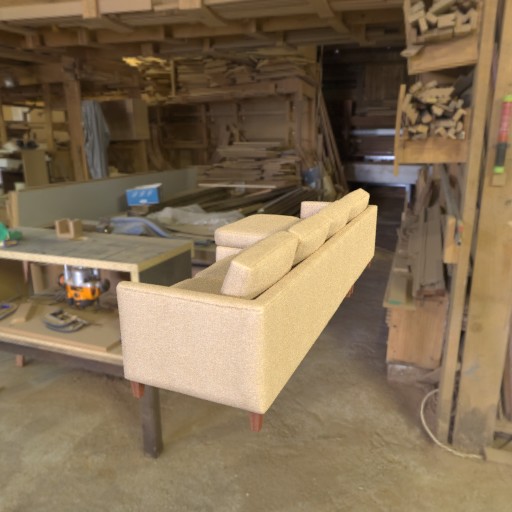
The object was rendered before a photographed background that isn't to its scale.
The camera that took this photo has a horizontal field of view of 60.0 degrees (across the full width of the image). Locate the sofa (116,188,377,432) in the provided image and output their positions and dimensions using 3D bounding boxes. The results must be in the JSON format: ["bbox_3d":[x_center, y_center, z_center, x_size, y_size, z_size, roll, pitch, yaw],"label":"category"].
[{"bbox_3d":[0.000,0.000,3.736,1.502,0.876,3.201,7,17,23],"label":"sofa"}]
